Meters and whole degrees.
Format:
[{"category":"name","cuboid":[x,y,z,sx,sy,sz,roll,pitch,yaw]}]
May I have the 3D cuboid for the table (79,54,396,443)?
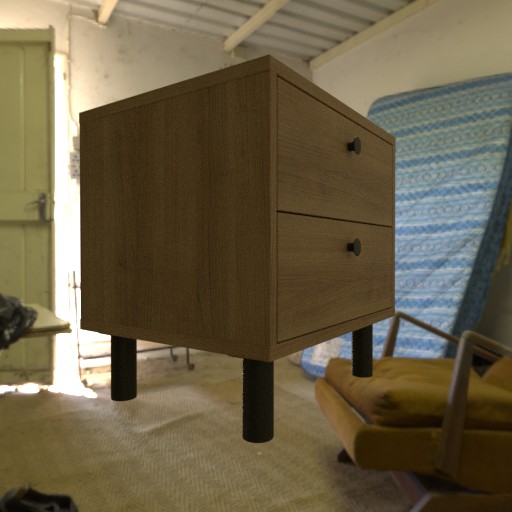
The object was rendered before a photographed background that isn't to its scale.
[{"category":"table","cuboid":[0.000,0.000,0.784,0.380,0.460,0.445,0,1,35]}]
